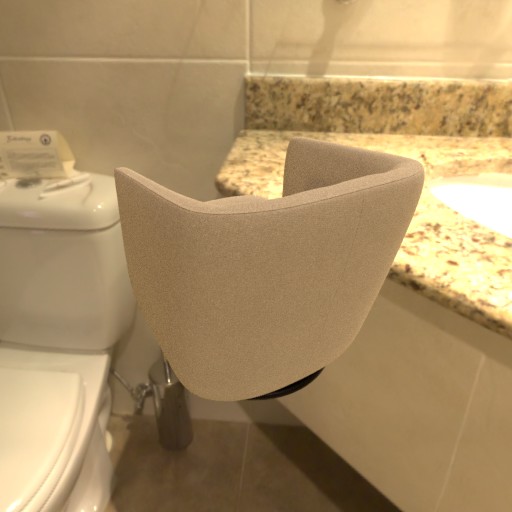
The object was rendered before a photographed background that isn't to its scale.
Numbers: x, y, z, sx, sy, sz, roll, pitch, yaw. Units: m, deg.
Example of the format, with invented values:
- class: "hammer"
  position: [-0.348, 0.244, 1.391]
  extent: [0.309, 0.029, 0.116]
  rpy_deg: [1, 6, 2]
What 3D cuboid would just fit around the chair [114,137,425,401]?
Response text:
- class: "chair"
  position: [0.000, 0.000, 1.629]
  extent: [0.822, 0.861, 0.986]
  rpy_deg: [-17, 34, -27]
